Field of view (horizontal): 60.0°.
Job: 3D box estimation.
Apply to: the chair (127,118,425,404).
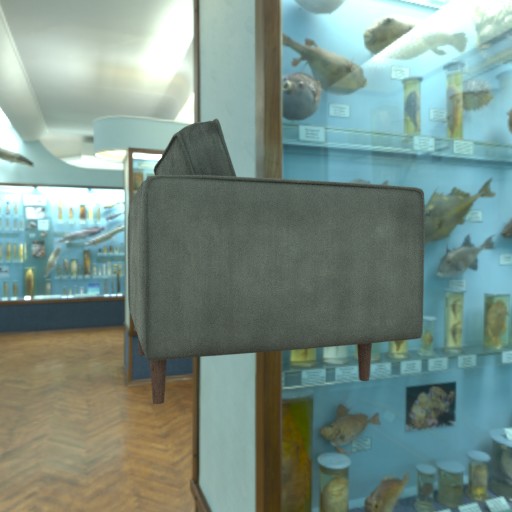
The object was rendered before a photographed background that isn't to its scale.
[{"bbox_3d":[0.000,0.000,1.569,0.843,0.773,0.928,0,1,-18],"label":"chair"}]
